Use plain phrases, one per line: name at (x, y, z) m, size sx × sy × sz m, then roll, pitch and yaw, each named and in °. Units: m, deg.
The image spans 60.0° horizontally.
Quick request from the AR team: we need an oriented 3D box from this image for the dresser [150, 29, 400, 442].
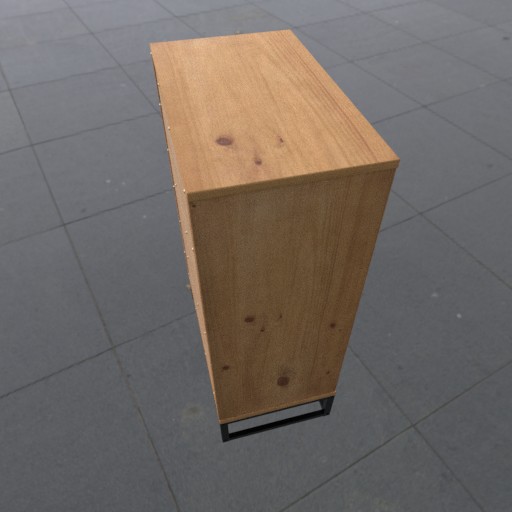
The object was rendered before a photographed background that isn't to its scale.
dresser at (0.000, 0.000, 1.590) m, size 0.479 × 1.240 × 0.761 m, roll -11°, pitch 47°, yaw -10°
